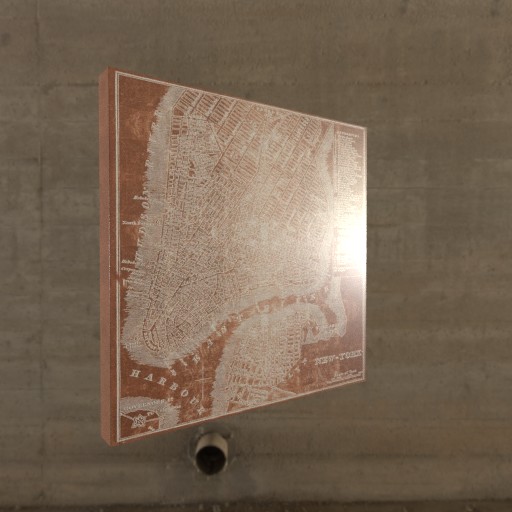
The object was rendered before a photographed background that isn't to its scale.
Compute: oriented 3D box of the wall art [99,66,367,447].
[{"bbox_3d":[0.000,0.000,0.598,0.403,0.403,0.035,-1,1,-35],"label":"wall art"}]
